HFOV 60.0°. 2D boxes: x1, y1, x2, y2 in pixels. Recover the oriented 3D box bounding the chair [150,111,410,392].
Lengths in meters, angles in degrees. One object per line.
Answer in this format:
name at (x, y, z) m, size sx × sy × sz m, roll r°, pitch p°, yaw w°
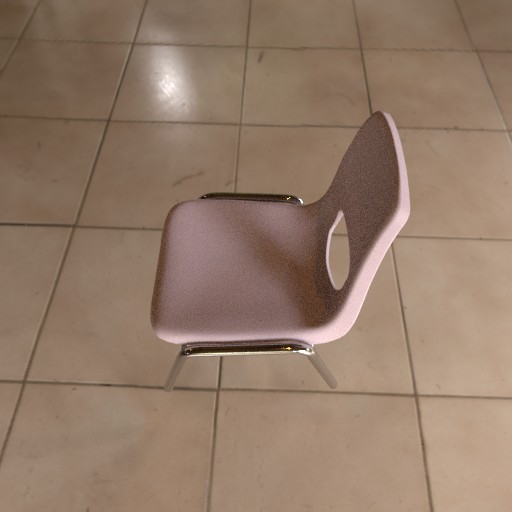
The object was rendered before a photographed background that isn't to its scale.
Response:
chair at (0.000, 0.000, 0.805) m, size 0.385 × 0.536 × 0.354 m, roll 1°, pitch 58°, yaw 0°
